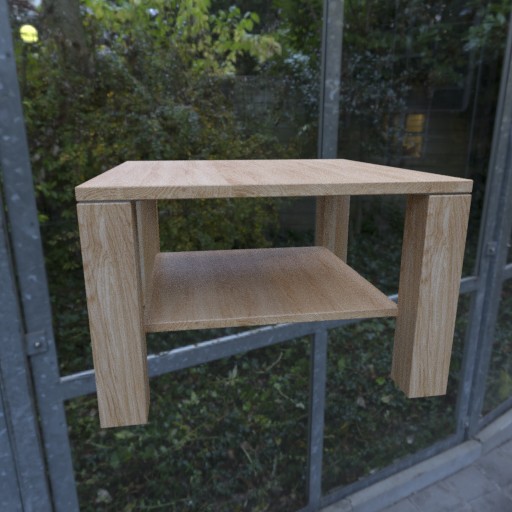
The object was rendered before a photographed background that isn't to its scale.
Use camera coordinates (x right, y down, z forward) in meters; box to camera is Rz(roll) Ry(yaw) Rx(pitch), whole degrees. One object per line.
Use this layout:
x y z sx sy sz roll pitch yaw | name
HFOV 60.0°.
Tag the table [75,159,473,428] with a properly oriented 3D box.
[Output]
0.000 0.000 1.155 0.700 0.450 0.700 -2 16 -9 | table
